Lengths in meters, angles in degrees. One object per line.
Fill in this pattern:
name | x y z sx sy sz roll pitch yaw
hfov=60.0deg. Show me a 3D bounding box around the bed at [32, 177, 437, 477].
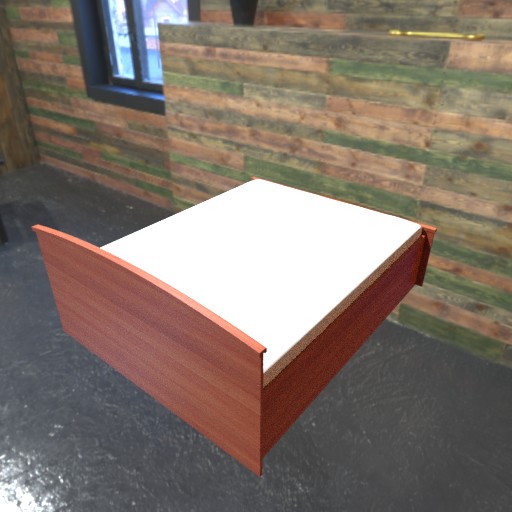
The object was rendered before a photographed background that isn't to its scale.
bed | 0.000 0.000 2.977 1.683 0.848 2.053 22 37 33
